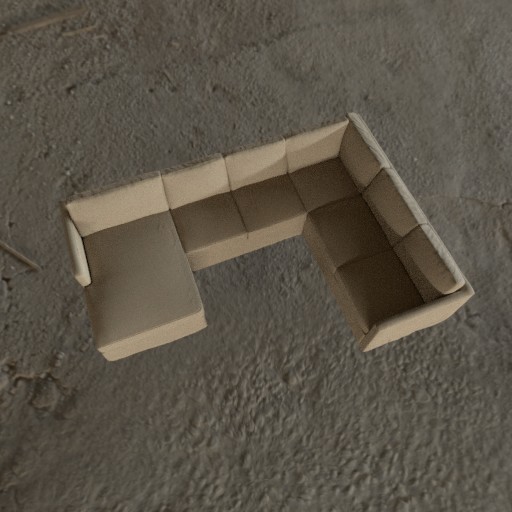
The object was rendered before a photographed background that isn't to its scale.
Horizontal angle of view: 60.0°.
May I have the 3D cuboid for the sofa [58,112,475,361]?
[{"bbox_3d":[0.000,0.000,4.581,3.528,0.878,2.476,-19,65,-9],"label":"sofa"}]
